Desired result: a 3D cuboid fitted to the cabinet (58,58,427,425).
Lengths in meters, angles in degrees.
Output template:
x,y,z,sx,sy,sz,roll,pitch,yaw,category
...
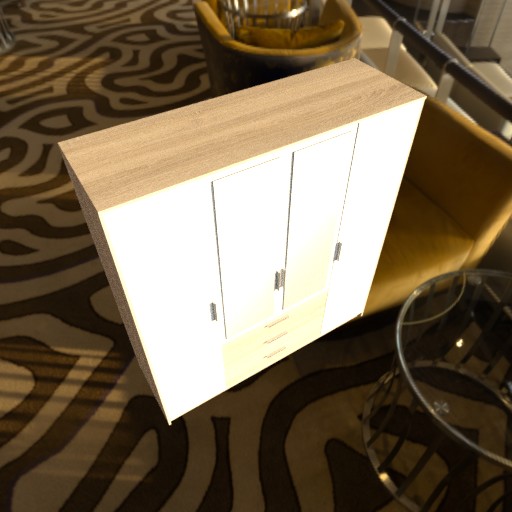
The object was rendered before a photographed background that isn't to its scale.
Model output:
x,y,z,sx,sy,sz,roll,pitch,yaw,category
0.000,0.000,3.040,1.870,2.060,0.620,-24,51,-22,cabinet
